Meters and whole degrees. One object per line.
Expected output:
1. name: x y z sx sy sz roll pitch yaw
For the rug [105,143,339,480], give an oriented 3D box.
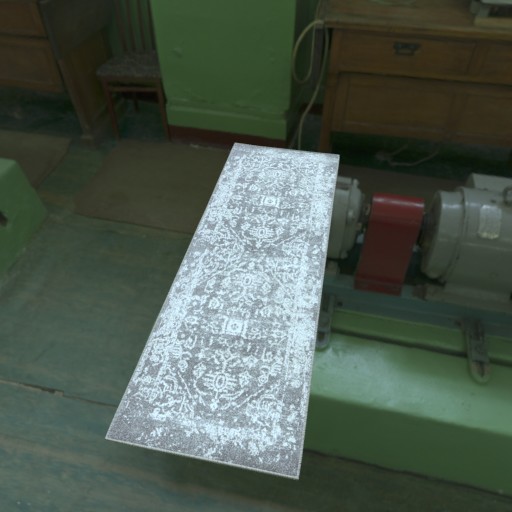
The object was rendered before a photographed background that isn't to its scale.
1. rug: 0.000 0.000 2.704 0.855 0.017 2.452 8 46 8
